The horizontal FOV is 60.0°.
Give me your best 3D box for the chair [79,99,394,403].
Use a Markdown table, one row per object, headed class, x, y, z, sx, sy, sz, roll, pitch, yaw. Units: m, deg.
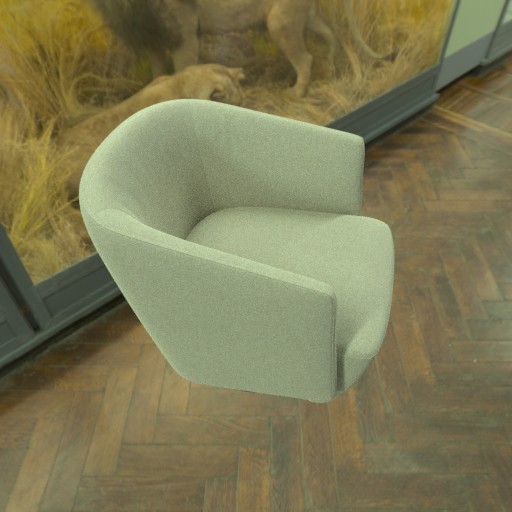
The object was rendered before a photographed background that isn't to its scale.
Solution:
| class | x | y | z | sx | sy | sz | roll | pitch | yaw |
| --- | --- | --- | --- | --- | --- | --- | --- | --- | --- |
| chair | 0.000 | 0.000 | 1.629 | 0.986 | 0.861 | 0.822 | 11 | 46 | 11 |
